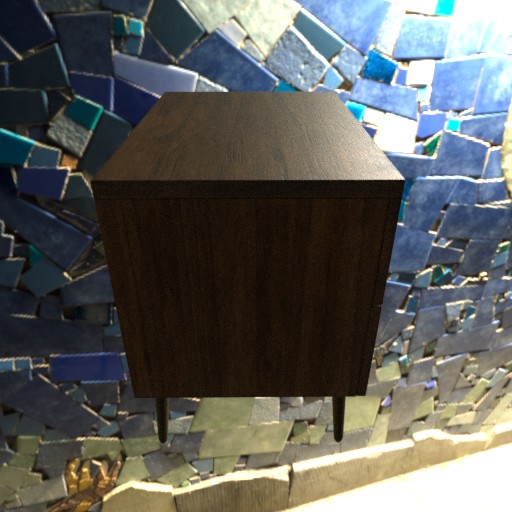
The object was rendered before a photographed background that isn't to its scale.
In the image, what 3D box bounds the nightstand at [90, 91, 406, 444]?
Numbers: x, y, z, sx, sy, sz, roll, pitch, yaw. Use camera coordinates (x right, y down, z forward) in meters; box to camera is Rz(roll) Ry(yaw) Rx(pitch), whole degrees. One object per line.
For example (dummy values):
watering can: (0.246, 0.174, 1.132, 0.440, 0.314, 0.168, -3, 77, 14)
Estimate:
nightstand: (0.000, 0.000, 1.025, 0.458, 0.610, 0.610, 0, 31, 0)
